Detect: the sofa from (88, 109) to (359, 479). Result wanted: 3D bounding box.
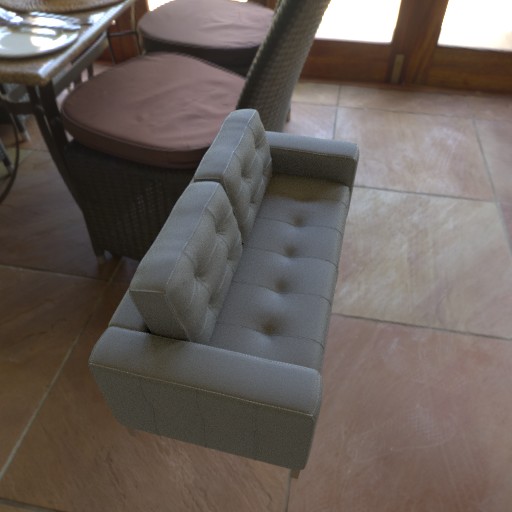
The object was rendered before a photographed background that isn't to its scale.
[{"bbox_3d":[0.000,0.000,2.186,0.833,0.893,1.726,10,47,10],"label":"sofa"}]
